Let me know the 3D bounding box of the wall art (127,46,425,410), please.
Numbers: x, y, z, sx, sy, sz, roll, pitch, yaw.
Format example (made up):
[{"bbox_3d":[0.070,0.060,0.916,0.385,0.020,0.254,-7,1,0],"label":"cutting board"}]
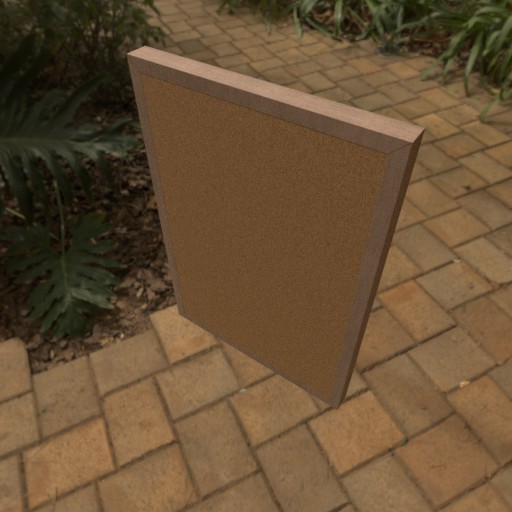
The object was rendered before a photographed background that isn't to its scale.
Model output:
[{"bbox_3d":[0.000,0.000,0.648,0.356,0.509,0.031,26,51,24],"label":"wall art"}]
